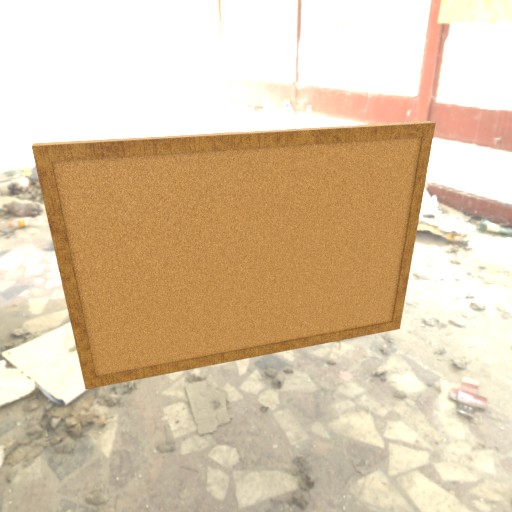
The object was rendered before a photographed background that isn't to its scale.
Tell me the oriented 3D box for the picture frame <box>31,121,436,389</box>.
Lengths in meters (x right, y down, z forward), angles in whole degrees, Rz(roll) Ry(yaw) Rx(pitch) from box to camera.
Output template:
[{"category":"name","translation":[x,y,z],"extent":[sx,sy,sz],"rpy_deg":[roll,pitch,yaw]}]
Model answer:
[{"category":"picture frame","translation":[0.000,0.000,1.131],"extent":[0.922,0.621,0.029],"rpy_deg":[-8,27,-15]}]
